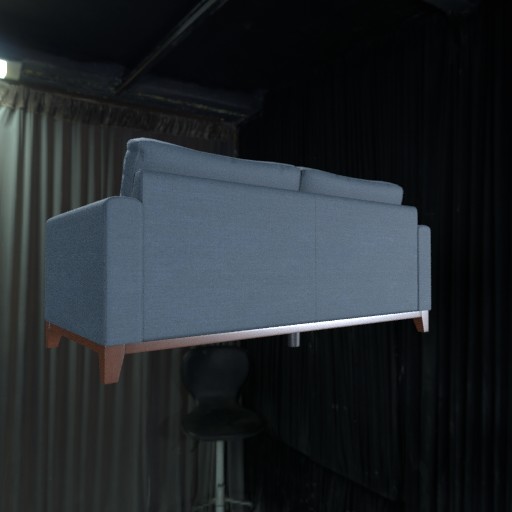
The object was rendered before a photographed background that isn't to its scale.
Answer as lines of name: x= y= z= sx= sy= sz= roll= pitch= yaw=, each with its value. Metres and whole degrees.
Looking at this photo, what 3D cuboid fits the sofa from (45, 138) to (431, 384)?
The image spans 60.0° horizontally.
sofa: x=0.000 y=0.000 z=2.347 sx=1.900 sy=0.865 sz=0.877 roll=1 pitch=-1 yaw=-37
